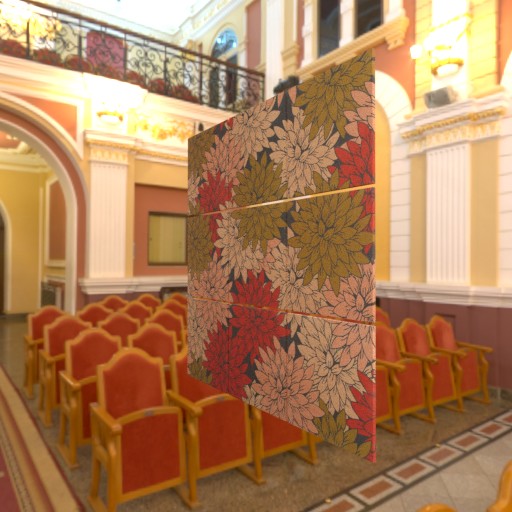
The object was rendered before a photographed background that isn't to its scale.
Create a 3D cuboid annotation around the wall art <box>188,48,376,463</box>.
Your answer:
[{"bbox_3d":[0.000,0.000,1.797,0.013,1.218,1.206,0,0,-35],"label":"wall art"}]
